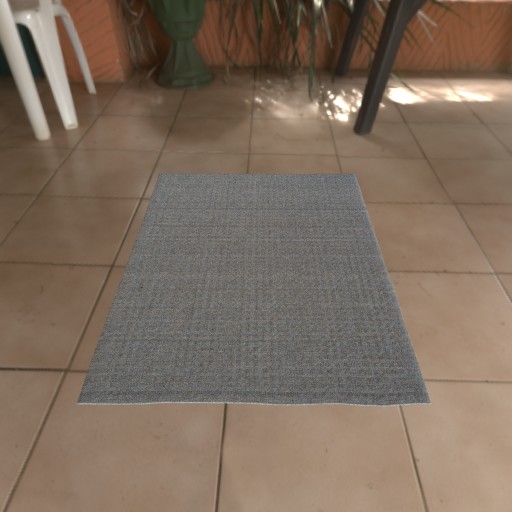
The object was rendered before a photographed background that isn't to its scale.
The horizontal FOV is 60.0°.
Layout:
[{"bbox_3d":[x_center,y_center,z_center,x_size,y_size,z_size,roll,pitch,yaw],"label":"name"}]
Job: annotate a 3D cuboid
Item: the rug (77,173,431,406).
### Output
[{"bbox_3d":[0.000,0.000,4.265,2.443,0.007,3.200,0,40,0],"label":"rug"}]
